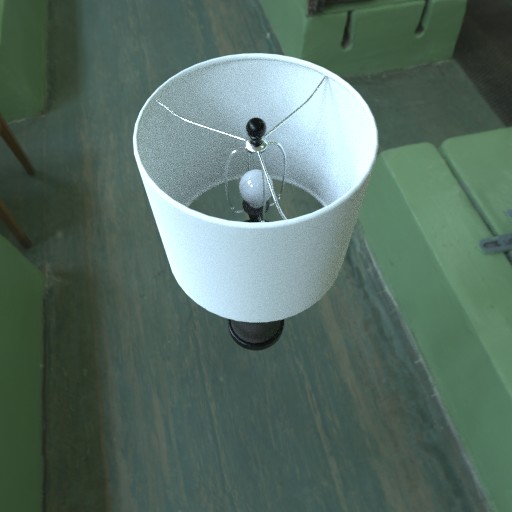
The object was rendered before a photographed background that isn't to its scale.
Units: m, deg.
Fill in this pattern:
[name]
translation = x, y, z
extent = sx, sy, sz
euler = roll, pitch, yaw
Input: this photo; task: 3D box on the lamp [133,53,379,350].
[lamp]
translation = 0.000, 0.000, 0.814
extent = 0.305, 0.634, 0.305
euler = -13, 59, -8
